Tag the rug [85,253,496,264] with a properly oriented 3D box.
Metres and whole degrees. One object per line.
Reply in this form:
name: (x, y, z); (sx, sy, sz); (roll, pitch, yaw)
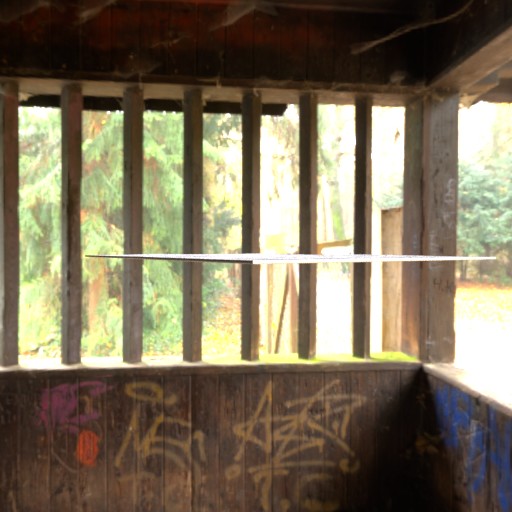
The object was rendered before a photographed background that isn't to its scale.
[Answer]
rug: (0.000, 0.000, 3.074); (1.706, 0.026, 2.438); (0, 1, -35)
